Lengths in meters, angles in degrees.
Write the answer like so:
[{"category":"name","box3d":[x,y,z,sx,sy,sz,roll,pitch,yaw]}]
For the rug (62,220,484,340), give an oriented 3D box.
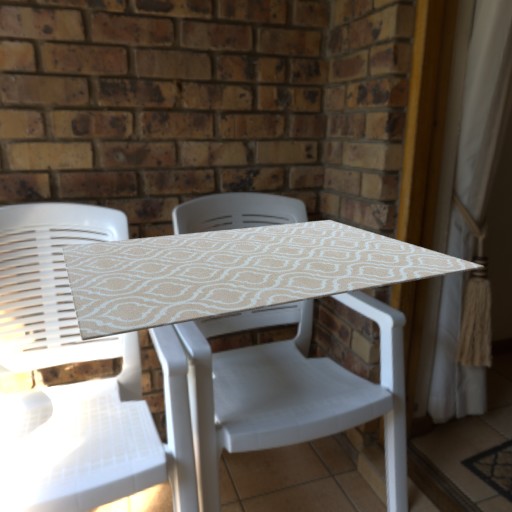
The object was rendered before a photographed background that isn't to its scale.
[{"category":"rug","box3d":[0.000,0.000,2.720,2.134,0.010,1.524,-7,17,-24]}]
